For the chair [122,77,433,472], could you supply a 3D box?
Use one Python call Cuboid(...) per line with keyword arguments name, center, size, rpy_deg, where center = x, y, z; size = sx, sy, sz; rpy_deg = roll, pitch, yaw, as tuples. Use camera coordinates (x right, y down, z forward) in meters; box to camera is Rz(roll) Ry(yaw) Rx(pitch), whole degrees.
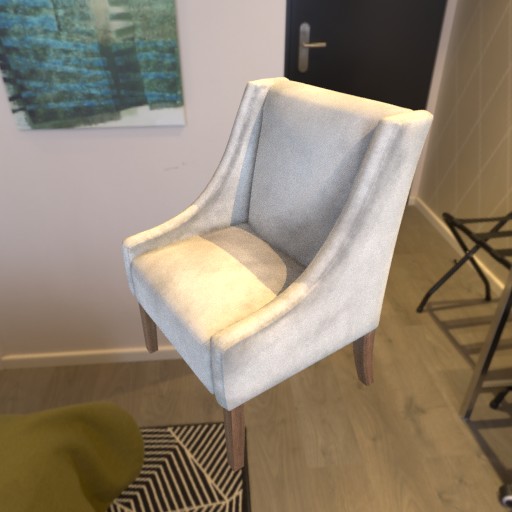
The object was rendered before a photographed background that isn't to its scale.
Cuboid(name="chair", center=(0.000, 0.000, 1.338), size=(0.629, 0.895, 0.629), rpy_deg=(-20, 37, -30))
